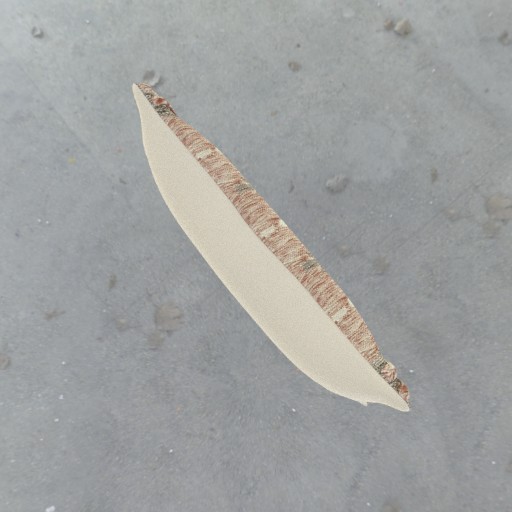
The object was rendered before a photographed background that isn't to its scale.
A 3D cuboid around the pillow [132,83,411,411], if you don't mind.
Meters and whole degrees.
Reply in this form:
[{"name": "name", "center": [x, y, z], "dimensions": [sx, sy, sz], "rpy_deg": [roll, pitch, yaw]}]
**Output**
[{"name": "pillow", "center": [0.000, 0.000, 0.744], "dimensions": [0.139, 0.282, 0.635], "rpy_deg": [-38, 78, -10]}]
